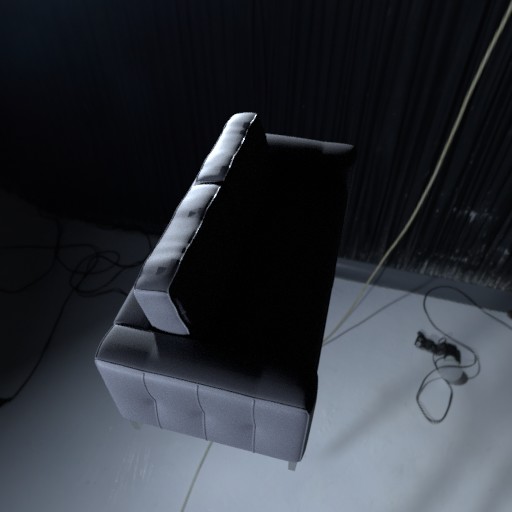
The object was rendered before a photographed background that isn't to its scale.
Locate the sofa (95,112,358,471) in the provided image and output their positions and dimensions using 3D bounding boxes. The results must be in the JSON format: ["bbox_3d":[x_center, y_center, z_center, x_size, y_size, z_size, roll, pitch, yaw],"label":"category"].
[{"bbox_3d":[0.000,0.000,2.256,0.833,0.893,1.726,10,47,10],"label":"sofa"}]
